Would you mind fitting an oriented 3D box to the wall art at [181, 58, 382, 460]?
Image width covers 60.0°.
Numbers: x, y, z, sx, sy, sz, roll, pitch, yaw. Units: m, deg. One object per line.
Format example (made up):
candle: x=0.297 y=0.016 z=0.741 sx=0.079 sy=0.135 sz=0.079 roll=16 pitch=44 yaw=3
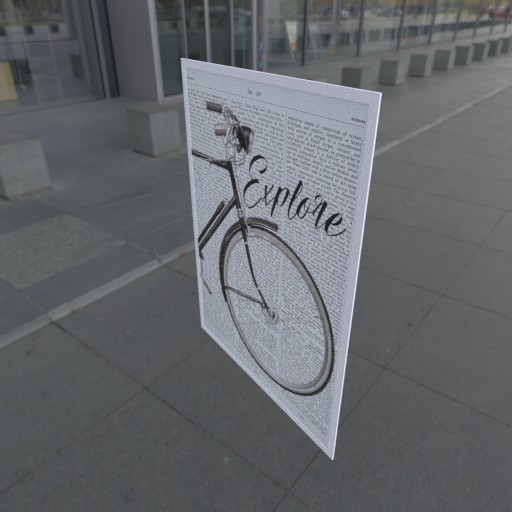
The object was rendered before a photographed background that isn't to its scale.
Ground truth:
wall art: x=0.000 y=0.000 z=0.787 sx=0.003 sy=0.610 sz=0.457 roll=-20 pitch=35 yaw=-31
